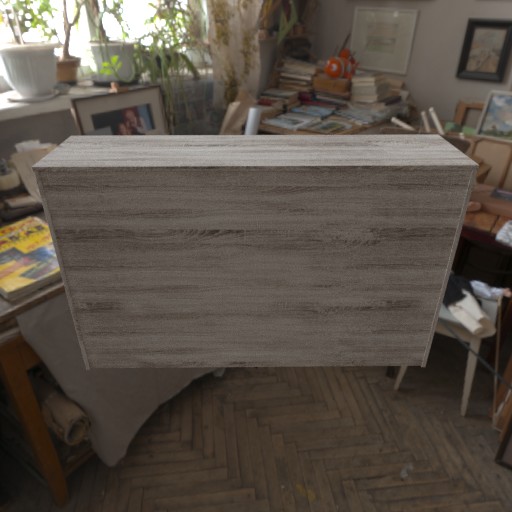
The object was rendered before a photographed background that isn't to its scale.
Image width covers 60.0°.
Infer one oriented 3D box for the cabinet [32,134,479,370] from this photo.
[{"bbox_3d":[0.000,0.000,1.827,1.450,0.900,0.380,0,31,-1],"label":"cabinet"}]
